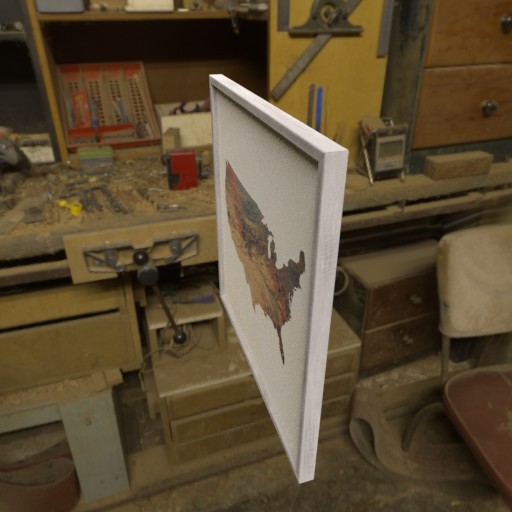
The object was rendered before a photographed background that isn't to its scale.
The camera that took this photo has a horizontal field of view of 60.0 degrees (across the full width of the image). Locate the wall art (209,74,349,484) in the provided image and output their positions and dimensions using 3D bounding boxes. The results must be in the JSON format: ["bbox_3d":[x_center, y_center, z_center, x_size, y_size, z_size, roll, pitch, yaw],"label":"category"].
[{"bbox_3d":[0.000,0.000,0.448,0.015,0.303,0.303,-9,31,-15],"label":"wall art"}]
